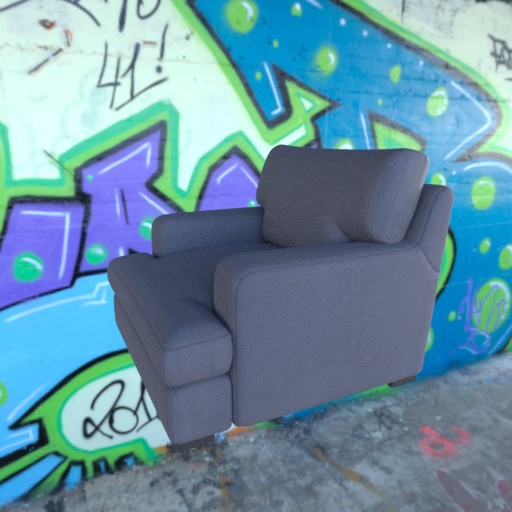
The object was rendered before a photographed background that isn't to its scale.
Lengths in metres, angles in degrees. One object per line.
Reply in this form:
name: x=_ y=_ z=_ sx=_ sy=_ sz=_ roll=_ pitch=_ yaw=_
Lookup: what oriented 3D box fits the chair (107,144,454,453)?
chair: x=0.000 y=0.000 z=1.961 sx=1.143 sy=0.940 sz=1.168 roll=-7 pitch=17 yaw=-25
